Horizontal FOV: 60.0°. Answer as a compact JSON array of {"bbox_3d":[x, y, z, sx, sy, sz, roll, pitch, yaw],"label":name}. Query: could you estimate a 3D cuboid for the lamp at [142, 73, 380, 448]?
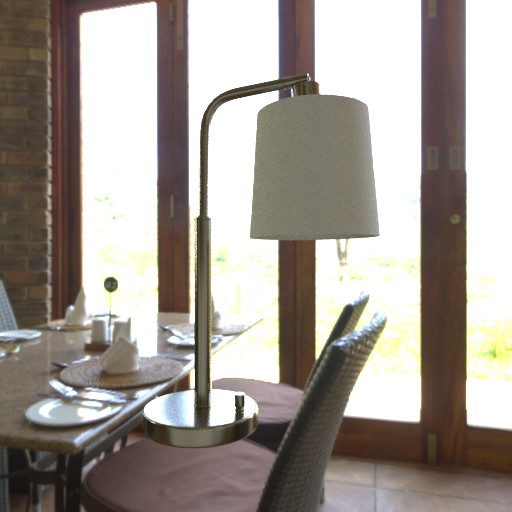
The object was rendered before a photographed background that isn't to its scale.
[{"bbox_3d":[0.000,0.000,0.616,0.333,0.489,0.171,0,0,18],"label":"lamp"}]
